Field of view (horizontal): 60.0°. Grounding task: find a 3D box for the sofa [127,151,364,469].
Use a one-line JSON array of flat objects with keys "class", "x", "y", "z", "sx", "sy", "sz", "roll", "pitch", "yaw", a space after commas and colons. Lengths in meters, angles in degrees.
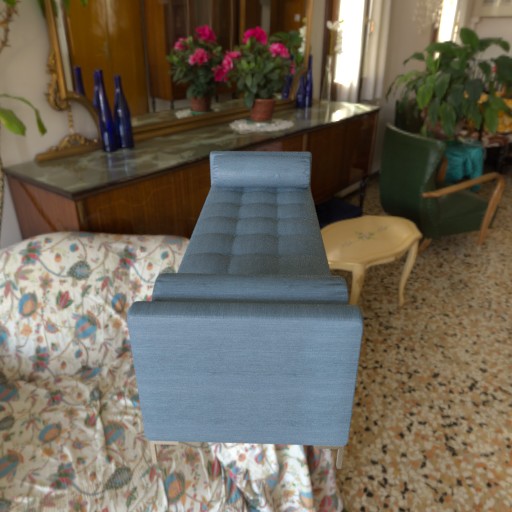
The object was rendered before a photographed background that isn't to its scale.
[{"class": "sofa", "x": 0.000, "y": 0.000, "z": 2.266, "sx": 0.686, "sy": 0.635, "sz": 1.981, "roll": 1, "pitch": 27, "yaw": 2}]
